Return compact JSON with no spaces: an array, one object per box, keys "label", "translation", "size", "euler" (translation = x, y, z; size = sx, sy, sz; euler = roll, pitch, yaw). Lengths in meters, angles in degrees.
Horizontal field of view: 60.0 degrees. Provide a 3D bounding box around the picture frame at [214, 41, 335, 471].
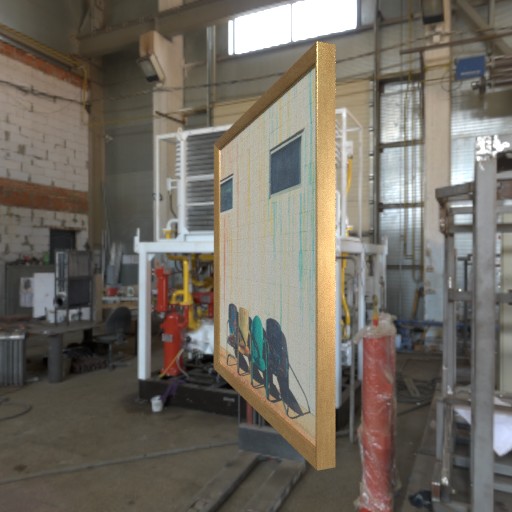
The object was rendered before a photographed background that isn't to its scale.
[{"label":"picture frame","translation":[0.000,0.000,1.148],"size":[0.037,0.761,0.758],"euler":[0,0,-19]}]
